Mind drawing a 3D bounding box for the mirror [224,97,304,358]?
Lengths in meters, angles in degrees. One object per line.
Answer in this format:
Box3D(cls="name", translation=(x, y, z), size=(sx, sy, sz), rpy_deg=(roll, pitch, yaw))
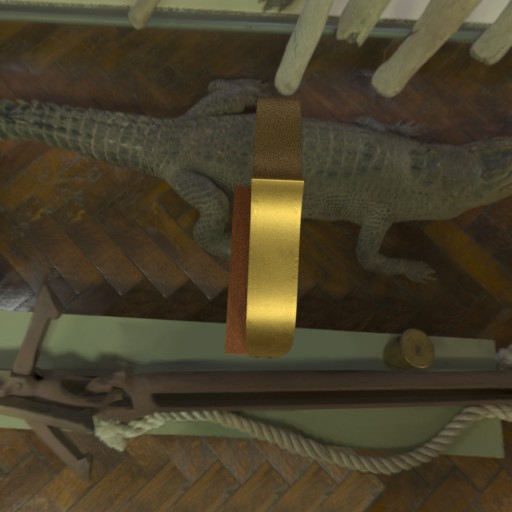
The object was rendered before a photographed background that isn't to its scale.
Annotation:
Box3D(cls="mirror", translation=(0.000, 0.000, 0.733), size=(0.096, 0.613, 0.323), rpy_deg=(3, 76, 1))
